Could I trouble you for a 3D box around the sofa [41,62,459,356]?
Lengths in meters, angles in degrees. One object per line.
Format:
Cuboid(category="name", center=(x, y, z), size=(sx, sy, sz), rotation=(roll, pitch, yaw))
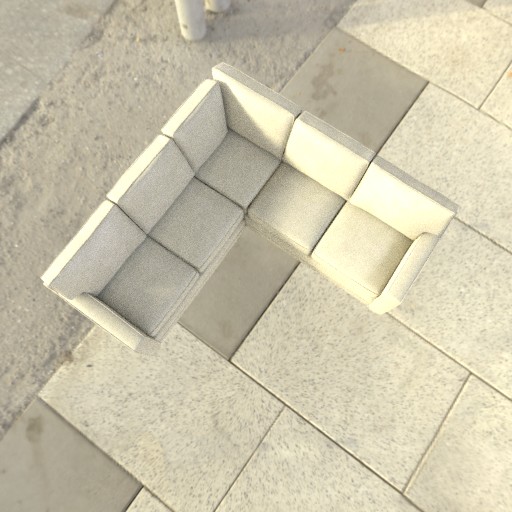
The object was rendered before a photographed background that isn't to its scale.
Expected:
Cuboid(category="sofa", center=(0.000, 0.000, 3.443), size=(2.211, 0.936, 2.188), rotation=(33, 77, 9))
